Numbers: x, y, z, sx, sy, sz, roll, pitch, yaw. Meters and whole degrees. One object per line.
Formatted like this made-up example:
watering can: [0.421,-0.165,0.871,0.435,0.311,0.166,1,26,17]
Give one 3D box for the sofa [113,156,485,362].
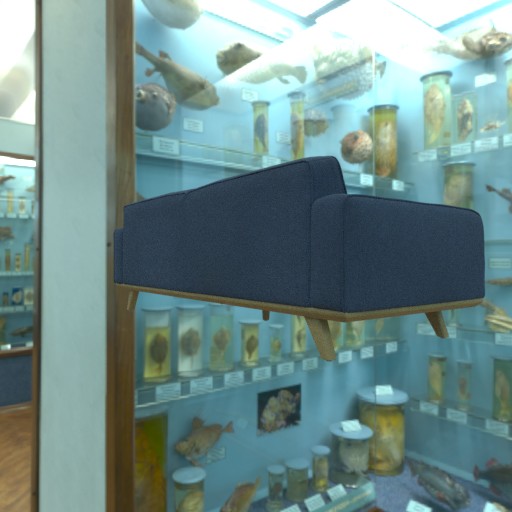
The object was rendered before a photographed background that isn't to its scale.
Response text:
sofa: [0.000,0.000,2.633,0.953,0.782,2.270,0,0,-37]
